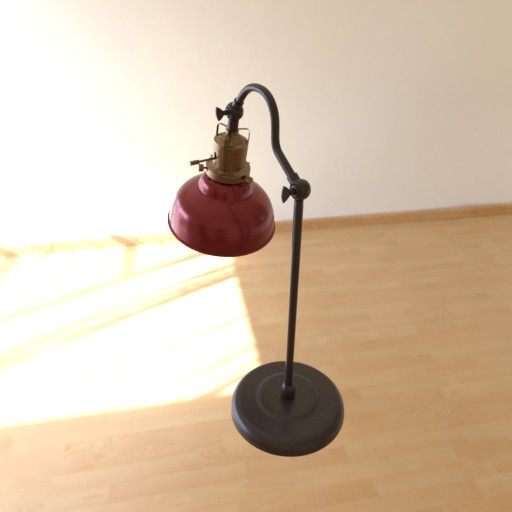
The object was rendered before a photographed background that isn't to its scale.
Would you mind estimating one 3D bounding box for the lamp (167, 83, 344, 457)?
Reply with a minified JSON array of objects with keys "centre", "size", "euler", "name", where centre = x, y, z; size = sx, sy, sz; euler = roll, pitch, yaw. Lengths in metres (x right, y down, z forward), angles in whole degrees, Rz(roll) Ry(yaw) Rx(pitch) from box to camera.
[{"centre":[0.000,0.000,0.691],"size":[0.192,0.508,0.374],"euler":[-20,36,-30],"name":"lamp"}]
